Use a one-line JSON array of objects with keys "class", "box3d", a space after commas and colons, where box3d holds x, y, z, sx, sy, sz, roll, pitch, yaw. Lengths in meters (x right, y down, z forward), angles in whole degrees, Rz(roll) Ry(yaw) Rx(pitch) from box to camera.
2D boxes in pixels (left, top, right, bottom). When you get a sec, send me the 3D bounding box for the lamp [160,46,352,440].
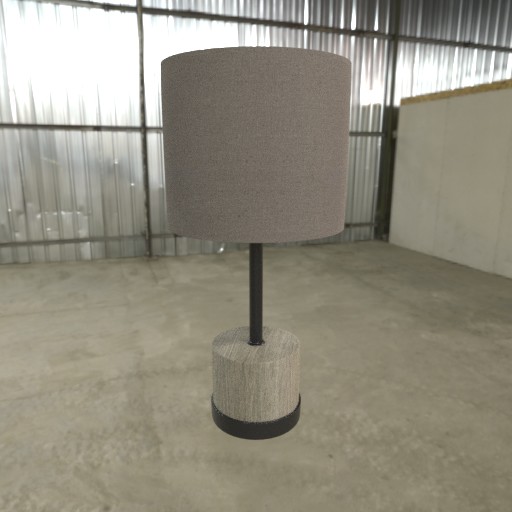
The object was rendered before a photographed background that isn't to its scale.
[{"class": "lamp", "box3d": [0.000, 0.000, 0.591, 0.229, 0.470, 0.229, 2, 14, 10]}]
